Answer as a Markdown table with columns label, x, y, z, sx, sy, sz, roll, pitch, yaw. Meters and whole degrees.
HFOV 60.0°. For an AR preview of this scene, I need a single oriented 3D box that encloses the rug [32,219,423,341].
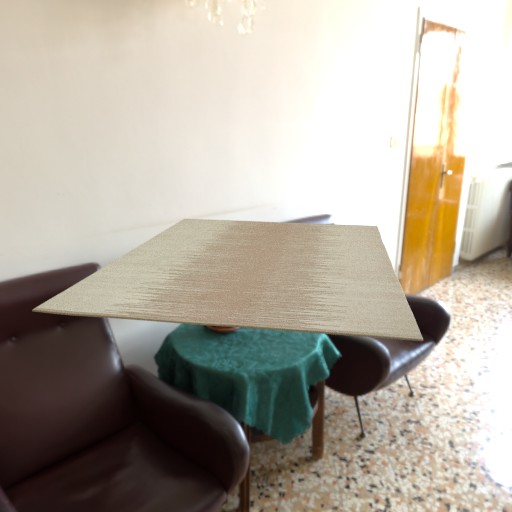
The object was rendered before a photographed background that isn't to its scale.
| label | x | y | z | sx | sy | sz | roll | pitch | yaw |
| --- | --- | --- | --- | --- | --- | --- | --- | --- | --- |
| rug | 0.000 | 0.000 | 4.114 | 2.438 | 0.013 | 3.048 | 3 | 16 | 10 |
